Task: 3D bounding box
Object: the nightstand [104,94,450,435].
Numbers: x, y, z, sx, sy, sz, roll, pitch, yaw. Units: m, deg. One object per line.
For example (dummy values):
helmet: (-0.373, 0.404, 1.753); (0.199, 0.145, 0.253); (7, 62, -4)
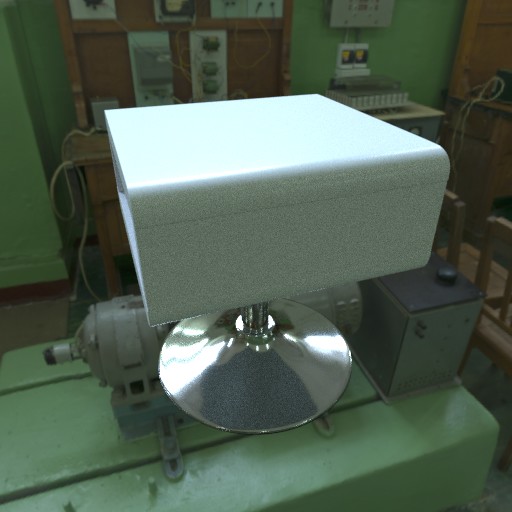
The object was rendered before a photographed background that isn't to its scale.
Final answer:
nightstand: (0.000, 0.000, 0.761); (0.404, 0.447, 0.399); (-11, 33, -17)
